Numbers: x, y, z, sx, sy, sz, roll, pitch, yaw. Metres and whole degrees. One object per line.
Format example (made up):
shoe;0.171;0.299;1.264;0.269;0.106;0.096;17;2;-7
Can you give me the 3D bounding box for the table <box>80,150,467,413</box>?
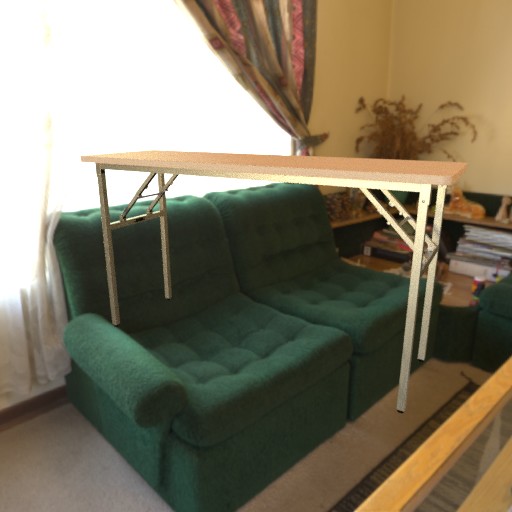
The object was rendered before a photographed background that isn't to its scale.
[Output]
table;0.000;0.000;1.746;1.397;0.750;0.446;9;19;28
